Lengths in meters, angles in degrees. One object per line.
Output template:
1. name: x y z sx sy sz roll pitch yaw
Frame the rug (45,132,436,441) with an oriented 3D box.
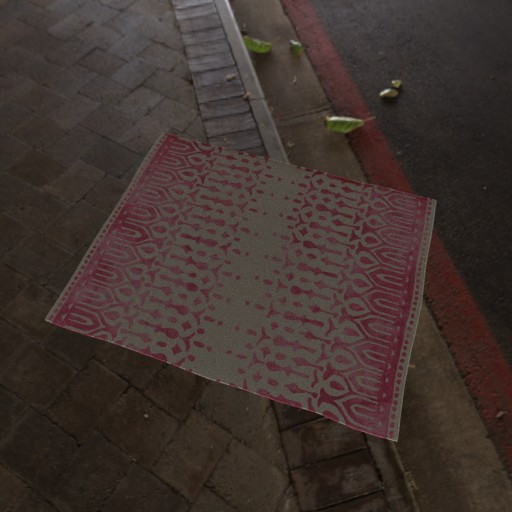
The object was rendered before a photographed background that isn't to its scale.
1. rug: 0.000 0.000 4.184 3.095 0.016 2.441 16 60 10
